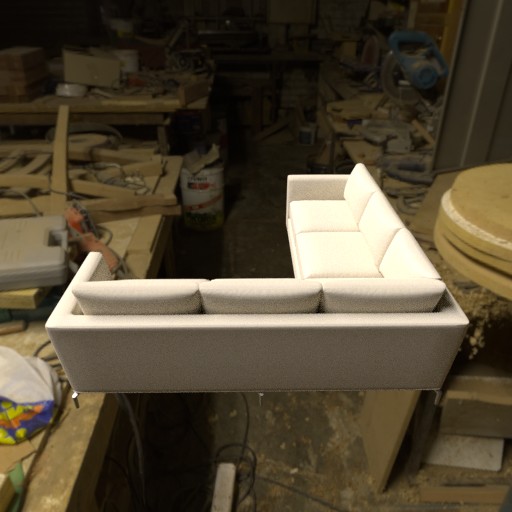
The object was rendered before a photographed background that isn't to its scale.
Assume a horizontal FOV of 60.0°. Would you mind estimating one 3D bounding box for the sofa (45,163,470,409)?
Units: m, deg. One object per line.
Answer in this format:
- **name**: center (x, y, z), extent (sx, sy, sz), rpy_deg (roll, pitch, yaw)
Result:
- **sofa**: center (0.000, 0.000, 3.679), extent (2.448, 0.867, 2.430), rpy_deg (0, 31, -1)
